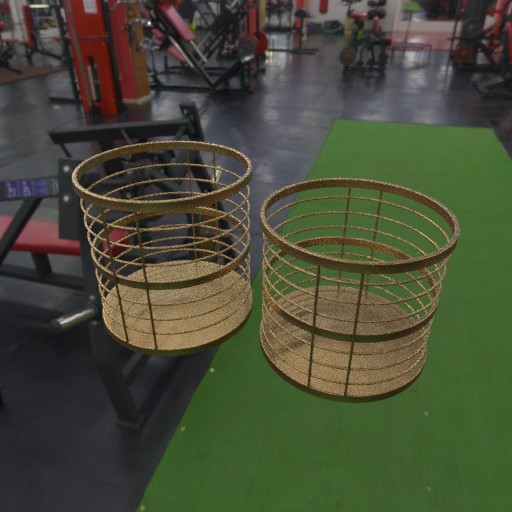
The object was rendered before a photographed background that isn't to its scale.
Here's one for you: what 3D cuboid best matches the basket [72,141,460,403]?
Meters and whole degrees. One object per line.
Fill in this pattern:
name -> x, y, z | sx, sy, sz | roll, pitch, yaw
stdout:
basket -> 0.000, 0.000, 0.936 | 0.746, 0.351, 0.356 | 10, 32, 16
